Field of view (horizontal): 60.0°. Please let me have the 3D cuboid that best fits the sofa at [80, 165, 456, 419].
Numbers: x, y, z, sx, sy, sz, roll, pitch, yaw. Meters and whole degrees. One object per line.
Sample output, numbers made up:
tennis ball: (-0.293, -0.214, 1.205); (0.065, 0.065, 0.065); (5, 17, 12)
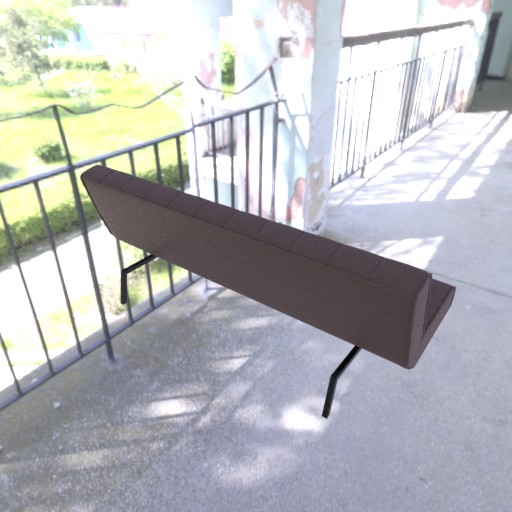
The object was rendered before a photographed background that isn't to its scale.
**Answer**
sofa: (0.000, 0.000, 2.158); (1.703, 0.699, 0.747); (21, 37, 31)
